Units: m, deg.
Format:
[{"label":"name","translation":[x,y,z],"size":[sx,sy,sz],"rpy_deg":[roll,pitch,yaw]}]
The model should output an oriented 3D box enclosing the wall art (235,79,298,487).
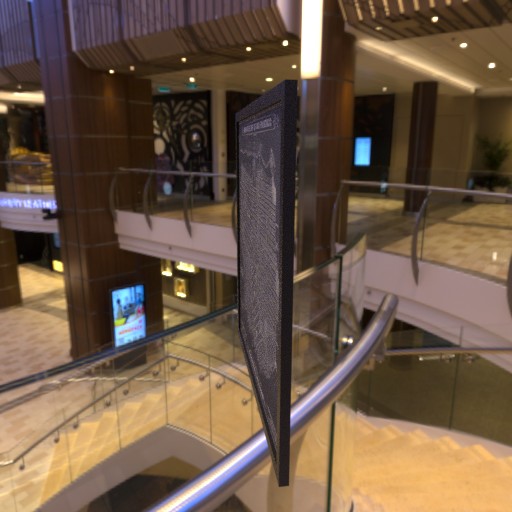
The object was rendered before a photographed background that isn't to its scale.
[{"label":"wall art","translation":[0.000,0.000,1.228],"size":[0.022,0.807,0.807],"rpy_deg":[-2,14,-8]}]
